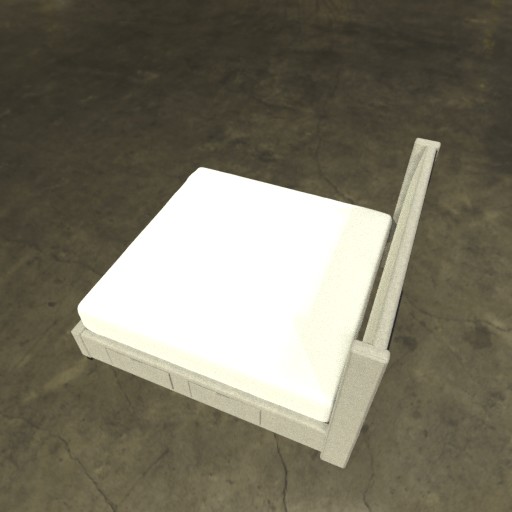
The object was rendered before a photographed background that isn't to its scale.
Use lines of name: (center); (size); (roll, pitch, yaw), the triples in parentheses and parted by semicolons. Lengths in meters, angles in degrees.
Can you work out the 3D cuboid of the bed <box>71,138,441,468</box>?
bed: (0.000, 0.000, 3.644); (2.280, 1.470, 2.140); (17, 48, 16)
